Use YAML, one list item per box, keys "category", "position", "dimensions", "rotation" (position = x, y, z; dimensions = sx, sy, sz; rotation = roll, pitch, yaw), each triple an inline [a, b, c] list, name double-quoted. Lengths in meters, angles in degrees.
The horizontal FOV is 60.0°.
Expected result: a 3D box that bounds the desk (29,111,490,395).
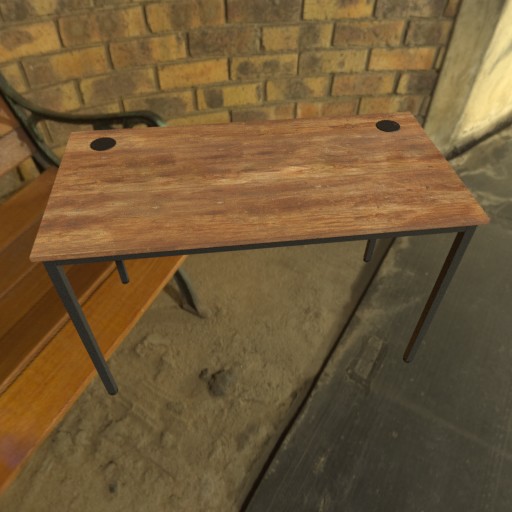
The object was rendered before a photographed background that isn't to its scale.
- category: "desk"
  position: [0.000, 0.000, 1.617]
  dimensions: [1.200, 0.749, 0.600]
  rotation: [-5, 46, -5]
